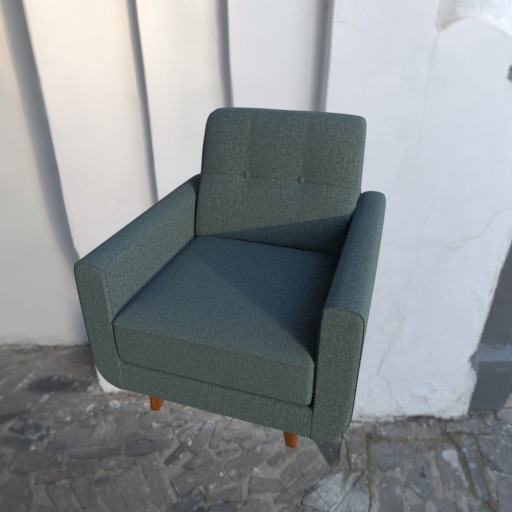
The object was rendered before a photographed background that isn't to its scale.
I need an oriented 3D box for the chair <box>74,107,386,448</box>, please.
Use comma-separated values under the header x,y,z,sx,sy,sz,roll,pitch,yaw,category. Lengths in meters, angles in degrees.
x,y,z,sx,sy,sz,roll,pitch,yaw,category
0.000,0.000,1.674,0.880,0.940,0.964,9,30,16,chair
